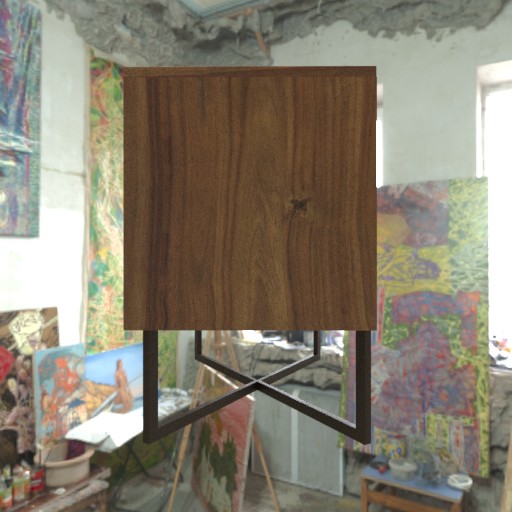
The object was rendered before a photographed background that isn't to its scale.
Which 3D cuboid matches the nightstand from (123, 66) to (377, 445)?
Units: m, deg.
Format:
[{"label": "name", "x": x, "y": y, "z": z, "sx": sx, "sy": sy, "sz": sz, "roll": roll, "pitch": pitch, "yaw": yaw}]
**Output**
[{"label": "nightstand", "x": 0.000, "y": 0.000, "z": 1.023, "sx": 0.427, "sy": 0.615, "sz": 0.613, "roll": 0, "pitch": 0, "yaw": 0}]
